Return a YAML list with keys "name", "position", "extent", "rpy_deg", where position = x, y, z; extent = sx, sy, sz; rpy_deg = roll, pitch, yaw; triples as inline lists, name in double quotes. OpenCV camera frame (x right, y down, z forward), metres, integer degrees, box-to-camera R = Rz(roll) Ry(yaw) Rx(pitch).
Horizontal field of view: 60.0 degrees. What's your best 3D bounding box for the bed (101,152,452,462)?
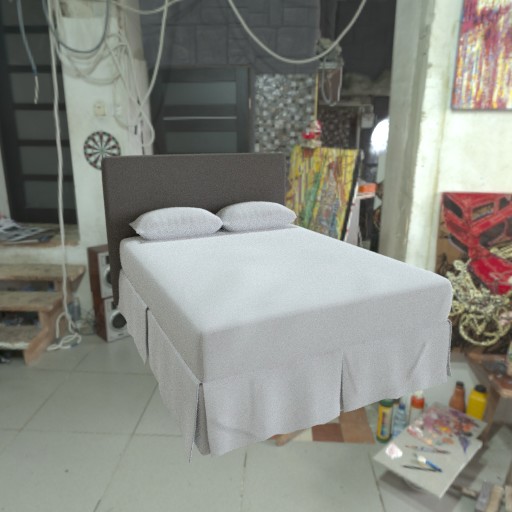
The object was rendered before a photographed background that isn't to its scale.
- name: "bed"
  position: [0.000, 0.000, 3.127]
  extent: [1.723, 1.330, 2.142]
  rpy_deg: [-8, 17, -25]
